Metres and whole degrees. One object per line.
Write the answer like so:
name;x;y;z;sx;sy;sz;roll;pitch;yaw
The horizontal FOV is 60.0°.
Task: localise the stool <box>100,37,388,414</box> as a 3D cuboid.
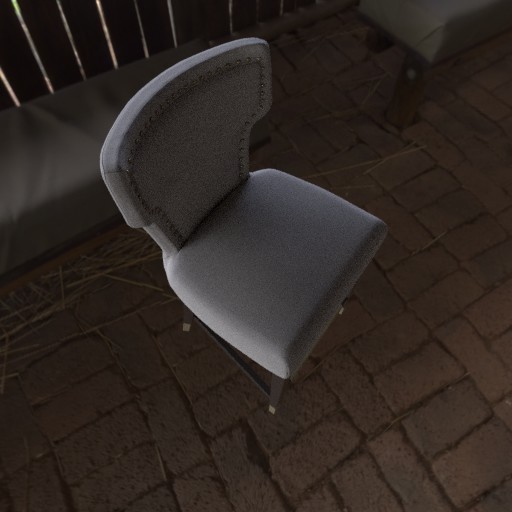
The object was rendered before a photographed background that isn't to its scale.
stool;0.000;0.000;1.293;0.563;0.982;0.527;32;64;18
